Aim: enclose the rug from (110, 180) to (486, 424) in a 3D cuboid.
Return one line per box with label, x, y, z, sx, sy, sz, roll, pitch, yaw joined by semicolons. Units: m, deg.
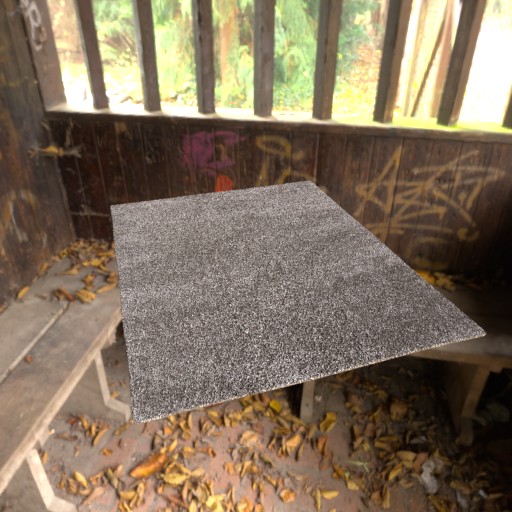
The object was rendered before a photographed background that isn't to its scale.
rug;0.000;0.000;3.983;2.401;0.025;3.000;-10;33;-15
